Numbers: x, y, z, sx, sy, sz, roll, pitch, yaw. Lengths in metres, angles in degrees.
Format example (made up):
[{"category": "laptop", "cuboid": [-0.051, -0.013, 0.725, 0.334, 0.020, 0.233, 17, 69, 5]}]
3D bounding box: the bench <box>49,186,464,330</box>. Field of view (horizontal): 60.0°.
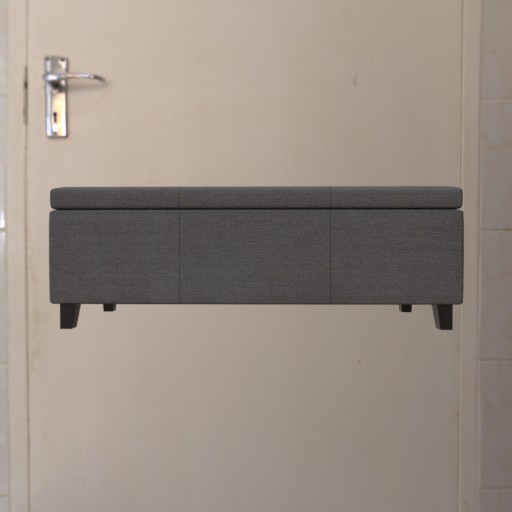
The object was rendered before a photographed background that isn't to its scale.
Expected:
[{"category": "bench", "cuboid": [0.000, 0.000, 1.540, 1.269, 0.438, 0.446, 0, 1, 1]}]
